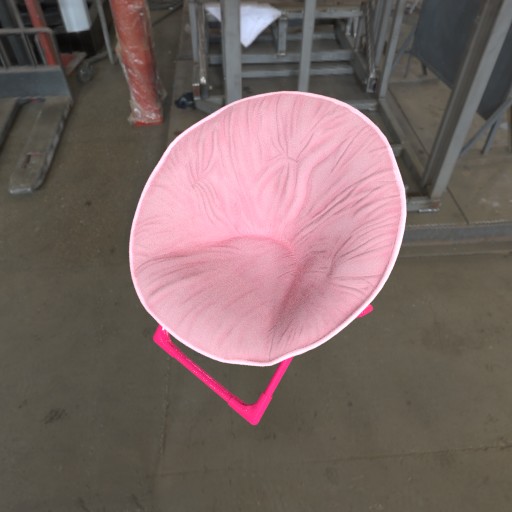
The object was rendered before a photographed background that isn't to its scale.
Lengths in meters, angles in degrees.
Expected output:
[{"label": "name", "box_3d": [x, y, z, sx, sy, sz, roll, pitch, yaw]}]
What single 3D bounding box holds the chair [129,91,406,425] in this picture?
[{"label": "chair", "box_3d": [0.000, 0.000, 0.888, 0.522, 0.494, 0.459, 32, 54, 26]}]
